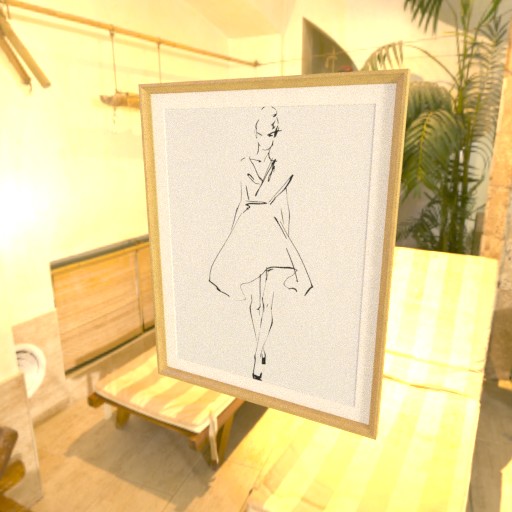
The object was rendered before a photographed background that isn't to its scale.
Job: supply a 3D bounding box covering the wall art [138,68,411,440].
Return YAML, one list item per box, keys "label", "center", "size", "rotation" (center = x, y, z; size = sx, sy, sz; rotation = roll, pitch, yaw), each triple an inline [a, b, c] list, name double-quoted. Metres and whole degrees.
- label: "wall art"
  center: [0.000, 0.000, 1.337]
  size: [0.798, 1.002, 0.030]
  rotation: [8, 18, 26]
